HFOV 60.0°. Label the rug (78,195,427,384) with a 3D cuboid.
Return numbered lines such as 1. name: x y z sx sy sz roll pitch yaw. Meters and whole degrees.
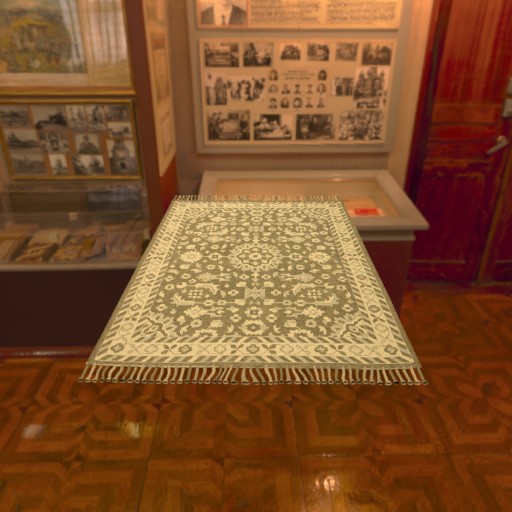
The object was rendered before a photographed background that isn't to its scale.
1. rug: 0.000 0.000 2.991 1.530 0.025 2.431 0 27 1
